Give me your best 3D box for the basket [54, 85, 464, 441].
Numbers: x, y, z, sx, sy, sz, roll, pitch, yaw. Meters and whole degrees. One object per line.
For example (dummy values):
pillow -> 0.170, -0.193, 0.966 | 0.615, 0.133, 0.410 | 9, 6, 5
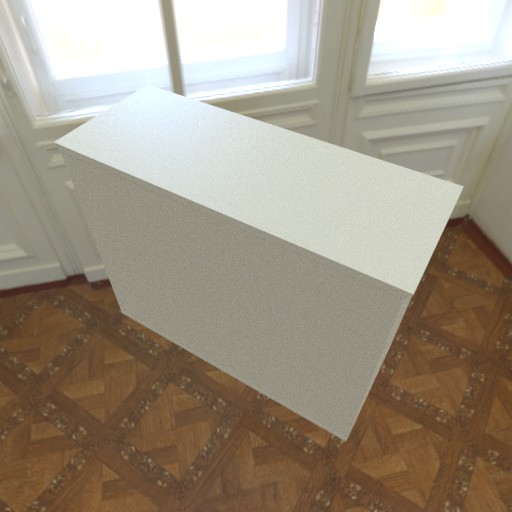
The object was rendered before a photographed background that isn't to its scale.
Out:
basket -> 0.000, 0.000, 1.154 | 0.792, 0.625, 0.376 | 24, 52, 21
